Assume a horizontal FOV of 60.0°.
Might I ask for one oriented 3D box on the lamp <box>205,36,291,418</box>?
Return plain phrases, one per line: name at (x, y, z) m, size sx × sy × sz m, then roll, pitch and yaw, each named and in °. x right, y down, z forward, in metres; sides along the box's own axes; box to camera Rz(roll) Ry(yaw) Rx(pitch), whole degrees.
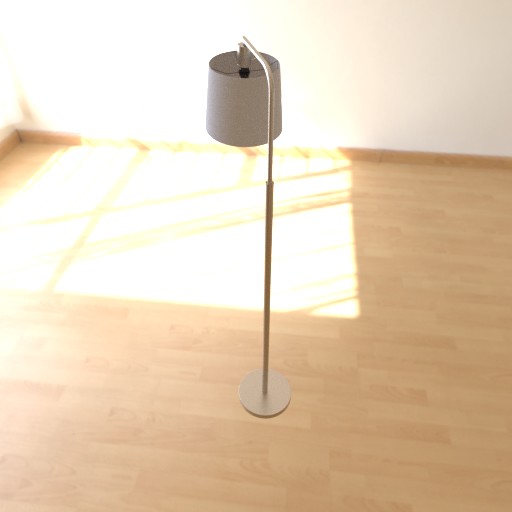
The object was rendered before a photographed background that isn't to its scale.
lamp at (0.000, 0.000, 1.671) m, size 0.254 × 1.478 × 0.508 m, roll -12°, pitch 42°, yaw -14°
